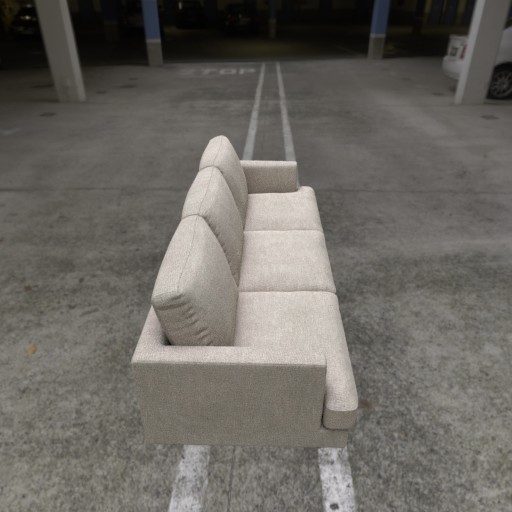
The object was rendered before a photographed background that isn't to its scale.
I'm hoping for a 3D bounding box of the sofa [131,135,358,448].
[{"bbox_3d":[0.000,0.000,2.715,0.903,0.930,2.246,1,32,1],"label":"sofa"}]
